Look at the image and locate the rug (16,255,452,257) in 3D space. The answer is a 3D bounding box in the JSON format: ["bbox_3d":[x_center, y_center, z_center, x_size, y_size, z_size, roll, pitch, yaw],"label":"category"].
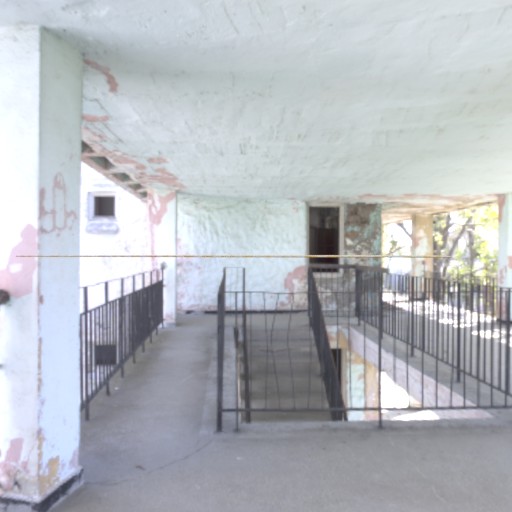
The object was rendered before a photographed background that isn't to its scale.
[{"bbox_3d":[0.000,0.000,4.033,3.037,0.011,2.433,0,0,18],"label":"rug"}]
